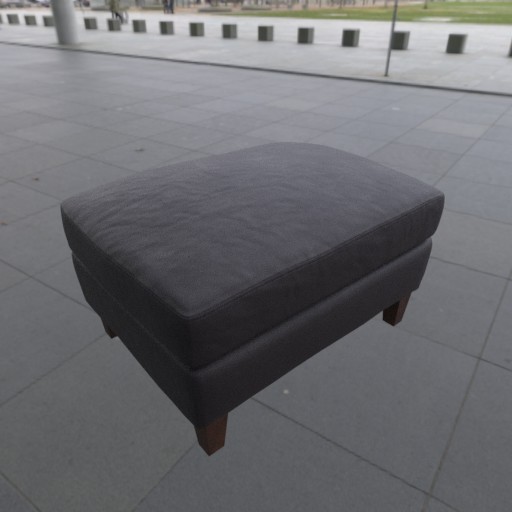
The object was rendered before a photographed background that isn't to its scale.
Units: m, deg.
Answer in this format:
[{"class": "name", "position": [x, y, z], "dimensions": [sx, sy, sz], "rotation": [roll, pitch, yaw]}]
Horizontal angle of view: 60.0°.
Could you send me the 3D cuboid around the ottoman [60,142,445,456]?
[{"class": "ottoman", "position": [0.000, 0.000, 1.280], "dimensions": [0.887, 0.529, 0.659], "rotation": [-23, 38, -34]}]
